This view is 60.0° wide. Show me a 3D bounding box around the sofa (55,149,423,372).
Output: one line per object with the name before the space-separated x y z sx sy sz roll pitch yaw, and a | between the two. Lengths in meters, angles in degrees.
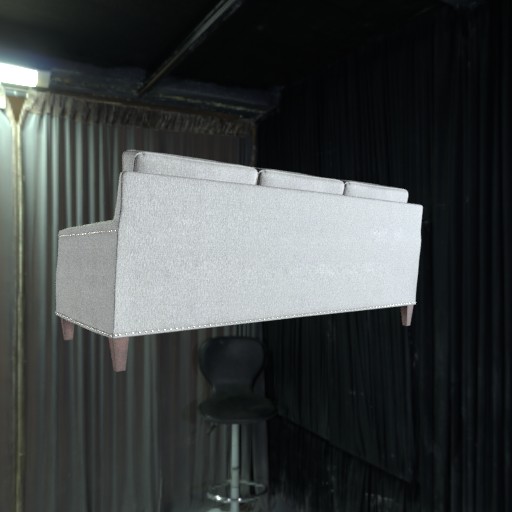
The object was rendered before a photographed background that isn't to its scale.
sofa | 0.000 0.000 2.907 2.246 1.003 1.084 0 0 -36
